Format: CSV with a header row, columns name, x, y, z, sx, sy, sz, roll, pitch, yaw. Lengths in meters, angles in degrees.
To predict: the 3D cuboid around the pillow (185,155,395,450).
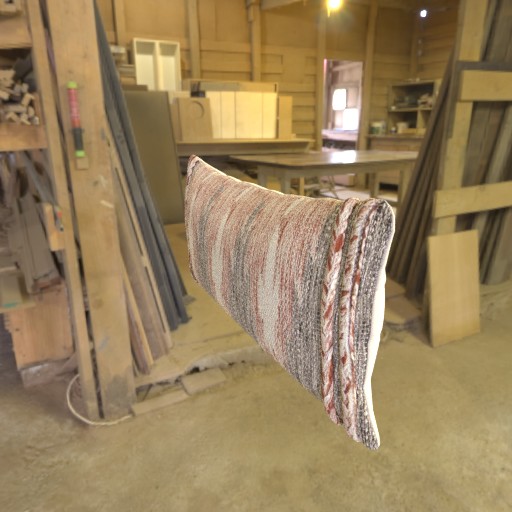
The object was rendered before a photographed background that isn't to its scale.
name,x,y,z,sx,sy,sz,roll,pitch,yaw
pillow,0.000,0.000,0.722,0.139,0.282,0.635,-8,19,-24
